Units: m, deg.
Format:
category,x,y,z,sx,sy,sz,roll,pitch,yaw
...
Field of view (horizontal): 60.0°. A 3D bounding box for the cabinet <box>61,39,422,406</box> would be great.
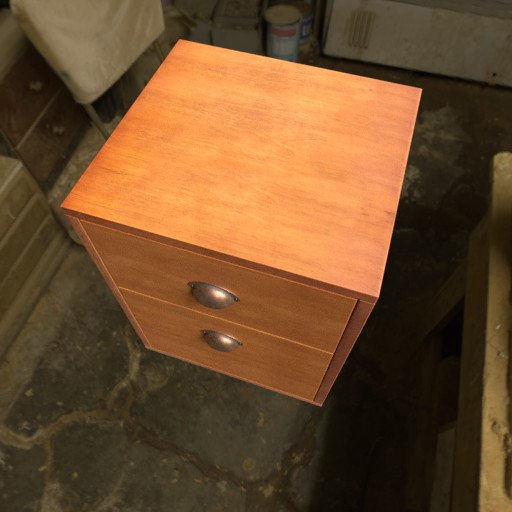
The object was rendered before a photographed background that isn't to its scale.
category,x,y,z,sx,sy,sz,roll,pitch,yaw
cabinet,0.000,0.000,0.866,0.409,0.579,0.401,16,60,10
